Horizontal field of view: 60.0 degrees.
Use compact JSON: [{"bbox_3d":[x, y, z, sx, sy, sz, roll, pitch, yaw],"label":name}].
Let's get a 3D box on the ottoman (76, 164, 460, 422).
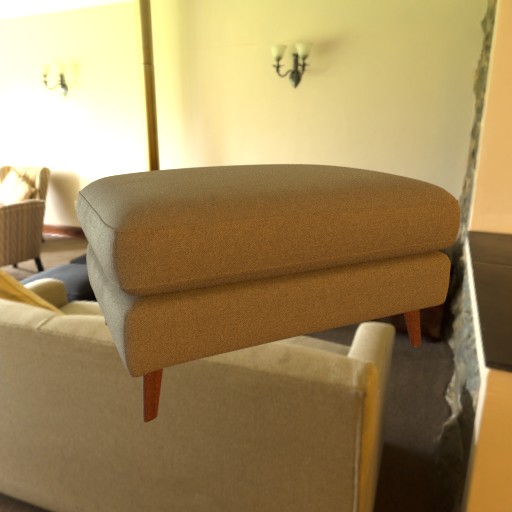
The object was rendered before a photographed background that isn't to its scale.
[{"bbox_3d":[0.000,0.000,1.145,0.811,0.449,0.608,-8,17,-25],"label":"ottoman"}]
